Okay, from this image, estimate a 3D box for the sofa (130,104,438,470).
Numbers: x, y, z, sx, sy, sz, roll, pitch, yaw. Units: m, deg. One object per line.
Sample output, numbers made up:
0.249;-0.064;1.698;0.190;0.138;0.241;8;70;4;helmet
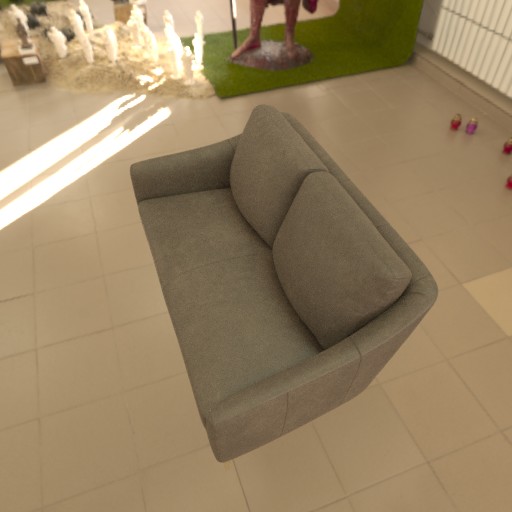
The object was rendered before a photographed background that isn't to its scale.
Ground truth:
0.000;0.000;2.195;0.960;0.902;1.619;-15;48;-14;sofa
